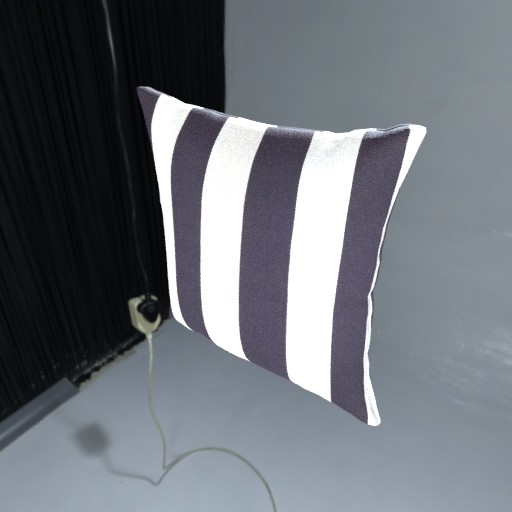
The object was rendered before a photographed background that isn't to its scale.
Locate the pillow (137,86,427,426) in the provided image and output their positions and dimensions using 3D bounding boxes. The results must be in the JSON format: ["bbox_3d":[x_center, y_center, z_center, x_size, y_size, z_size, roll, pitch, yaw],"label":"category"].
[{"bbox_3d":[0.000,0.000,0.791,0.536,0.526,0.189,19,35,30],"label":"pillow"}]
